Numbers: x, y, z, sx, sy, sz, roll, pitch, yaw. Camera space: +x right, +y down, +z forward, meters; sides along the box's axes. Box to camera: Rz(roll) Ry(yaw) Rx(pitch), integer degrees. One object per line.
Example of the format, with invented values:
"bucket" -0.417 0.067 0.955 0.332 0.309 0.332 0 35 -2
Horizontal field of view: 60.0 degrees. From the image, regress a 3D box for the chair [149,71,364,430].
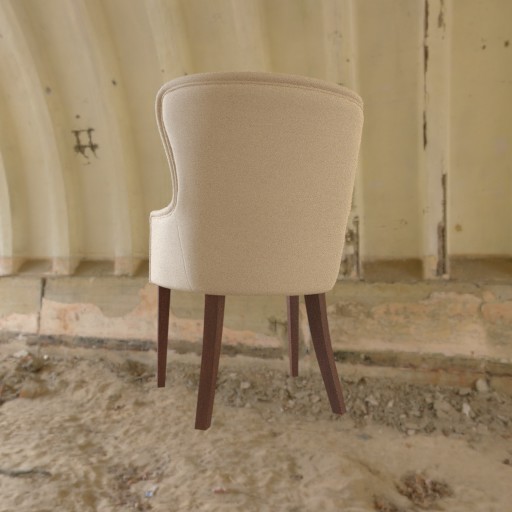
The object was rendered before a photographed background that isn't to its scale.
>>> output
"chair" 0.000 0.000 1.507 0.696 0.990 0.744 1 -2 -18
